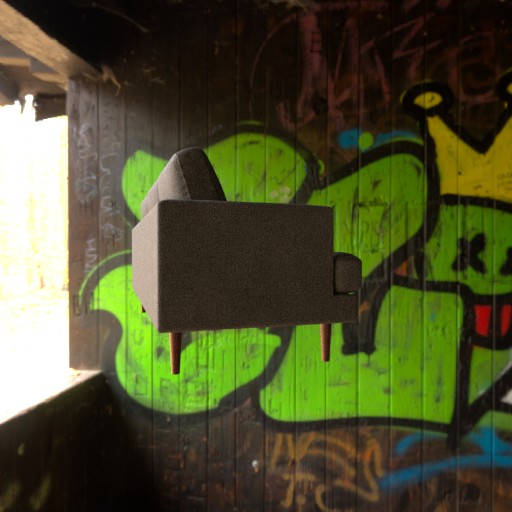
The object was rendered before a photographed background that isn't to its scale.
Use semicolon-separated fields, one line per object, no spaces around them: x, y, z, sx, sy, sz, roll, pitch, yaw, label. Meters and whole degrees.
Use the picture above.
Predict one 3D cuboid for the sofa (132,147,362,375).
0.000;0.000;2.958;1.504;0.956;2.233;0;1;-18;sofa
